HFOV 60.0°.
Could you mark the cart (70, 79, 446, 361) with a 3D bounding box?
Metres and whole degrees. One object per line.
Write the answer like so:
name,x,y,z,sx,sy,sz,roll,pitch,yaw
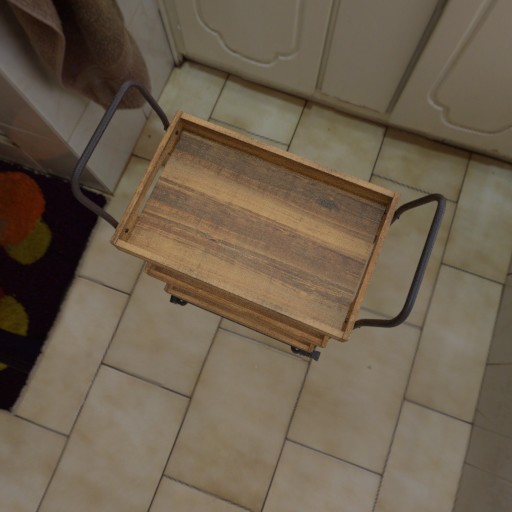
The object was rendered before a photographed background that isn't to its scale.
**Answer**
cart,0.000,0.000,1.128,0.583,0.857,0.339,22,77,5
